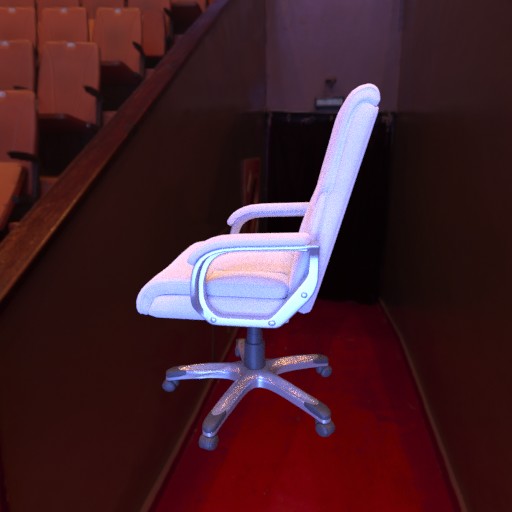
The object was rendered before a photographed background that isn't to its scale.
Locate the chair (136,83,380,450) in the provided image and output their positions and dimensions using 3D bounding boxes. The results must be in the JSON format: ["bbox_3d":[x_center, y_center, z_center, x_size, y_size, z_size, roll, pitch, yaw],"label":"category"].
[{"bbox_3d":[0.000,0.000,1.571,0.738,1.120,0.687,2,15,7],"label":"chair"}]
